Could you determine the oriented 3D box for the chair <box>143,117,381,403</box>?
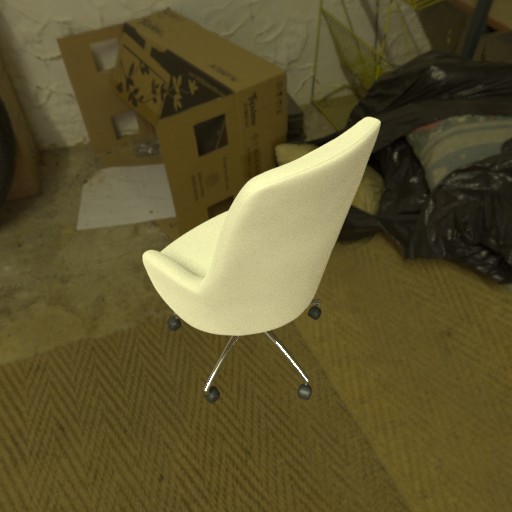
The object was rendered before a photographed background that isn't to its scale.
[{"bbox_3d":[0.000,0.000,1.456,0.620,1.049,0.640,-33,55,-28],"label":"chair"}]
